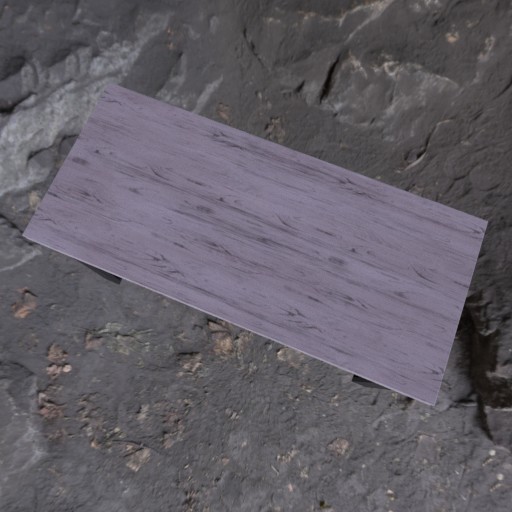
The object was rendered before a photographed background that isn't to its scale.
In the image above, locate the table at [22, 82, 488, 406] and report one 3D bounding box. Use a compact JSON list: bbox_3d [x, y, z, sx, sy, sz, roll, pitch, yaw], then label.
[{"bbox_3d":[0.000,0.000,2.285,1.778,0.899,0.795,22,76,6],"label":"table"}]
